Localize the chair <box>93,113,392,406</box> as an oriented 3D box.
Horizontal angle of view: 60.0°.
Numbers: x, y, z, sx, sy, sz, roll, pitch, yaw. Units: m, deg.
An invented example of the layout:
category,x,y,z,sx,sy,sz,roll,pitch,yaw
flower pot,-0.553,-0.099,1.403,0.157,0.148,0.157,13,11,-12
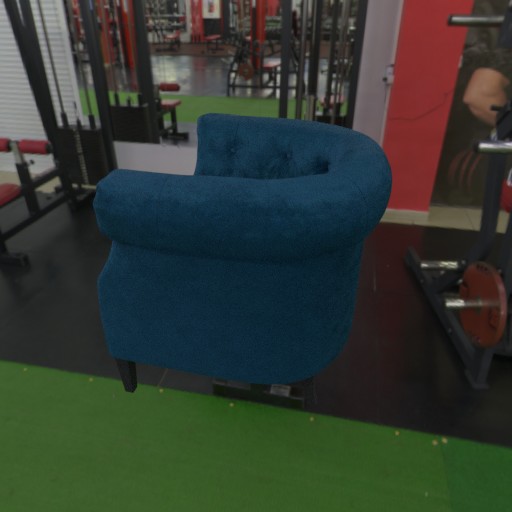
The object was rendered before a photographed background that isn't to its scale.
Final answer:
category,x,y,z,sx,sy,sz,roll,pitch,yaw
chair,0.000,0.000,1.591,0.851,0.826,0.904,7,31,12
